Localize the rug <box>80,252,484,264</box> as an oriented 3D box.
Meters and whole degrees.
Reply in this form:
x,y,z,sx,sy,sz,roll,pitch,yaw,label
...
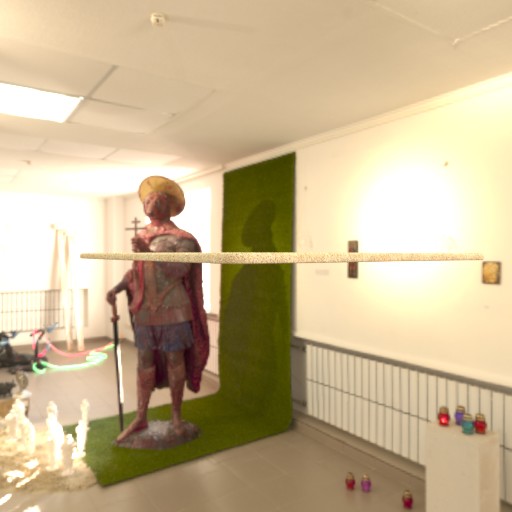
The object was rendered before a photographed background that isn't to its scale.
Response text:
x,y,z,sx,sy,sz,roll,pitch,yaw,label
0.000,0.000,3.386,2.009,0.048,2.528,0,0,-35,rug
